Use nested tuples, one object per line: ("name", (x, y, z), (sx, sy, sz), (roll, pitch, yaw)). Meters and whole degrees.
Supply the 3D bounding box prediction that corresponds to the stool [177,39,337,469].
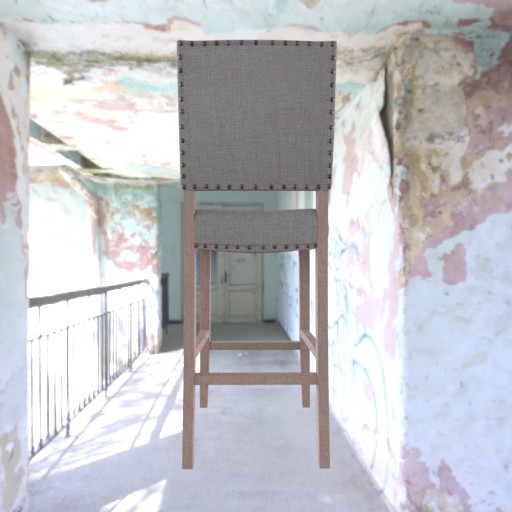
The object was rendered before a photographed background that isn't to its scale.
("stool", (0.000, 0.000, 1.465), (0.445, 1.173, 0.585), (0, 0, -1))
